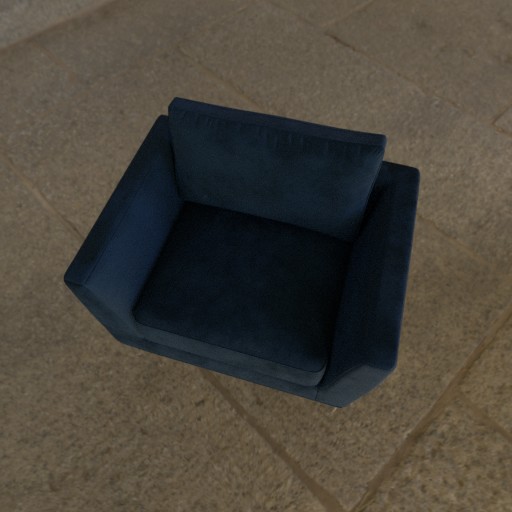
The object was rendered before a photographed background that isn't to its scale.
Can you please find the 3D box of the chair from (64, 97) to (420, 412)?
[{"bbox_3d":[0.000,0.000,1.590,0.977,0.893,0.746,14,60,8],"label":"chair"}]
